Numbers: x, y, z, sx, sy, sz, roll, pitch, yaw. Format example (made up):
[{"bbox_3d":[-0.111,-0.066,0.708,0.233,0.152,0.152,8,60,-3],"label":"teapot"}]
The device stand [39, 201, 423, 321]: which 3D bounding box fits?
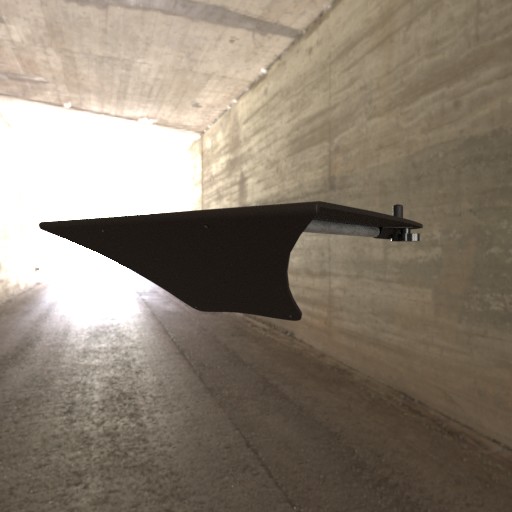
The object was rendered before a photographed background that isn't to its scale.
[{"bbox_3d":[0.000,0.000,0.353,0.230,0.092,0.230,0,1,35],"label":"device stand"}]
